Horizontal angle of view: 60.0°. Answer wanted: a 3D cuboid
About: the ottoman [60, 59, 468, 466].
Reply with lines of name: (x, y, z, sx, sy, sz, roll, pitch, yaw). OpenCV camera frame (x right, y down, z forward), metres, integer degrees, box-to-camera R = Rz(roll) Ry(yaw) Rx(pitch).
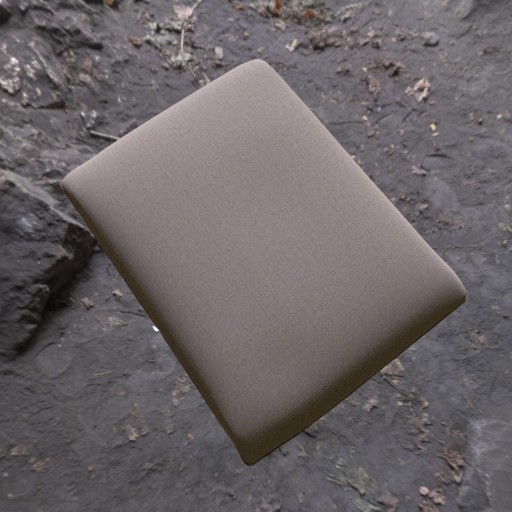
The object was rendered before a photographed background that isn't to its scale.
ottoman: (0.000, 0.000, 1.011, 0.541, 0.463, 0.684, -35, 78, -9)
